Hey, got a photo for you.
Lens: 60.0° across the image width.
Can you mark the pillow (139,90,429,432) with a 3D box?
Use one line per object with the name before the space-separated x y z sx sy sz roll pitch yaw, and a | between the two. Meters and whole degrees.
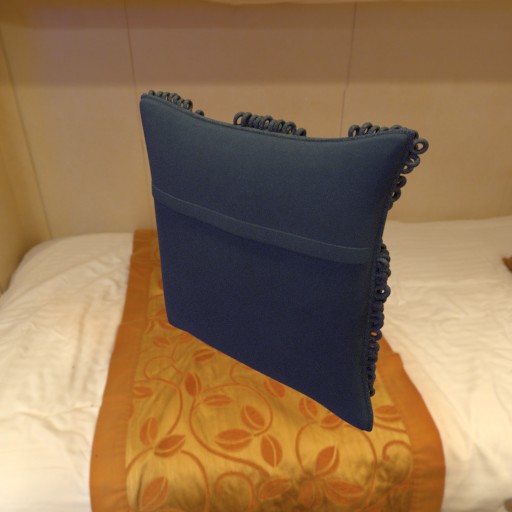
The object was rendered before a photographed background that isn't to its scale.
pillow | 0.000 0.000 0.710 0.469 0.466 0.172 20 35 32
